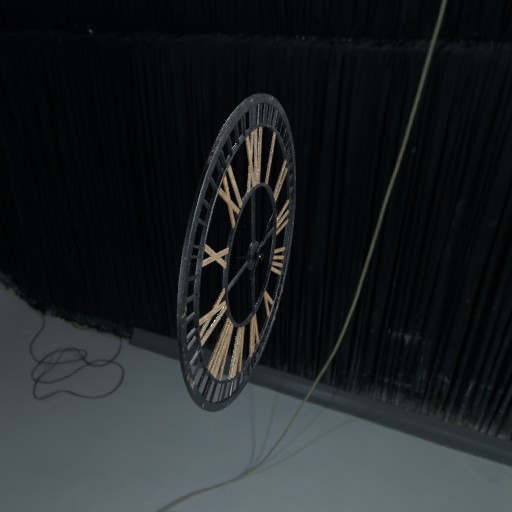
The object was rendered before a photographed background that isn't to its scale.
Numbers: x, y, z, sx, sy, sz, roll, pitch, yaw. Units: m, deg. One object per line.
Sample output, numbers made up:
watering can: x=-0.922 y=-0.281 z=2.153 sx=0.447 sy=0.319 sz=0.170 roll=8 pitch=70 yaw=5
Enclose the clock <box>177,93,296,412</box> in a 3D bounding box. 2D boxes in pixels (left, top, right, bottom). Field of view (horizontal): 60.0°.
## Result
clock: x=0.000 y=0.000 z=1.224 sx=0.025 sy=0.843 sz=0.843 roll=10 pitch=31 yaw=17
